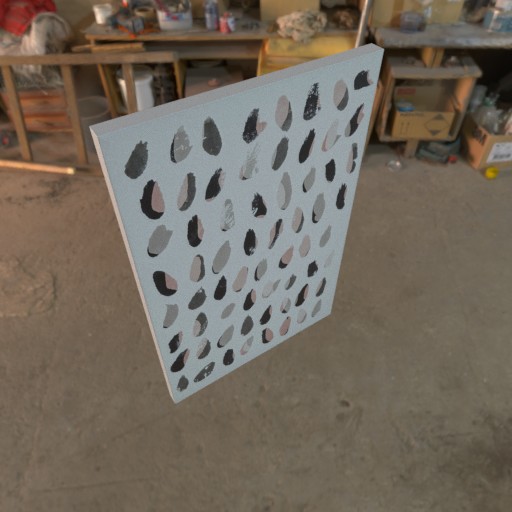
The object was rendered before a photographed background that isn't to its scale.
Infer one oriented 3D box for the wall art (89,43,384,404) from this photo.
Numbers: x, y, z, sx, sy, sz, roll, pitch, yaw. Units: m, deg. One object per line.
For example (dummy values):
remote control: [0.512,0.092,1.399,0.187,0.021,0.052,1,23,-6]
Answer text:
wall art: [0.000,0.000,1.138,0.610,0.916,0.037,-26,51,-22]
